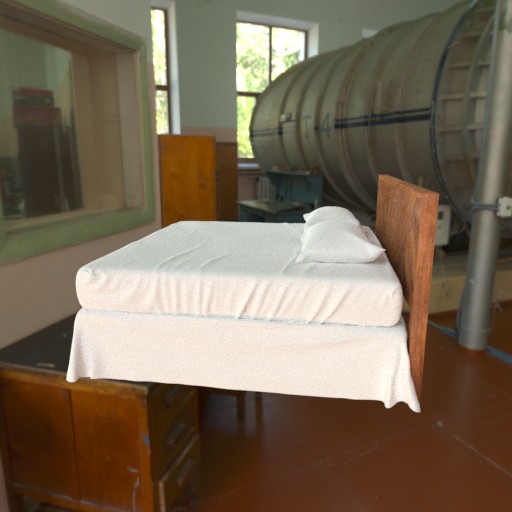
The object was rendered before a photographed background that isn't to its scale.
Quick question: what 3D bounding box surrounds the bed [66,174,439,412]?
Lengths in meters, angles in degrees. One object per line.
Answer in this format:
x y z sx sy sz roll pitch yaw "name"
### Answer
0.000 0.000 3.415 2.165 1.158 2.255 2 13 9 "bed"
